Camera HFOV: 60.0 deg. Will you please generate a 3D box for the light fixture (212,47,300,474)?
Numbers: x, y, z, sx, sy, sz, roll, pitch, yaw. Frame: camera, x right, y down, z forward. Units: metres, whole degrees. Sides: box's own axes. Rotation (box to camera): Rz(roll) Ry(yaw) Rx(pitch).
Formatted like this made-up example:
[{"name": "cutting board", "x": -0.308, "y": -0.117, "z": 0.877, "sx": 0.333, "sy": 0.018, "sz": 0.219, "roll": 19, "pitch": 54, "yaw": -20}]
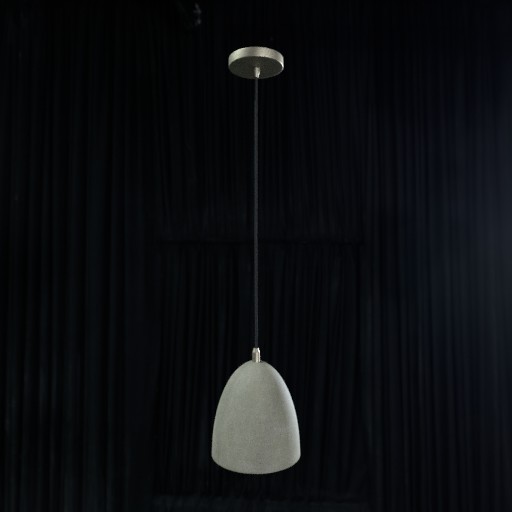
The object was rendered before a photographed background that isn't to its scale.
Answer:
[{"name": "light fixture", "x": 0.000, "y": 0.000, "z": 0.856, "sx": 0.170, "sy": 0.759, "sz": 0.170, "roll": 0, "pitch": 0, "yaw": 0}]
